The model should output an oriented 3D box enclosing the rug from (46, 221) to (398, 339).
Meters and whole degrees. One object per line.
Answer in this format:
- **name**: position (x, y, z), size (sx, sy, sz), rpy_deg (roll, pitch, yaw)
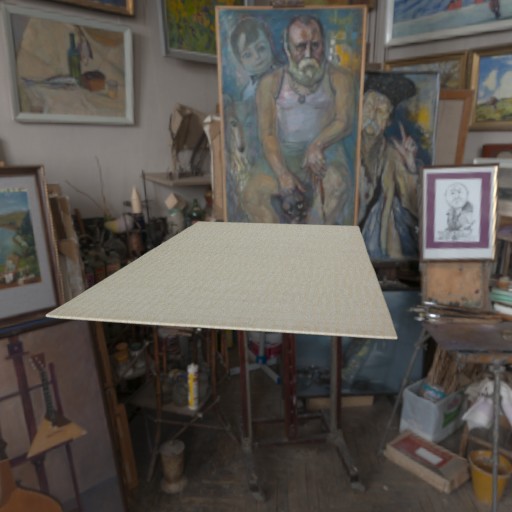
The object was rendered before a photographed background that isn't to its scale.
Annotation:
- **rug**: position (0.000, 0.000, 3.025), size (1.531, 0.014, 2.441), rpy_deg (2, 15, 9)
